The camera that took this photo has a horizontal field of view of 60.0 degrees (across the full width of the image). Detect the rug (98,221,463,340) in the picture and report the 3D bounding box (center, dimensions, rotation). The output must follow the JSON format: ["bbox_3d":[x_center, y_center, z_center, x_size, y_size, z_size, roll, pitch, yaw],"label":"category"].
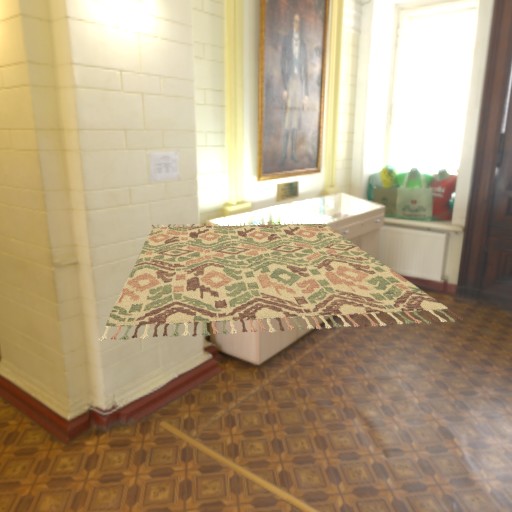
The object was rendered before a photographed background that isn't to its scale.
[{"bbox_3d":[0.000,0.000,2.277,1.219,0.010,1.829,-2,15,-7],"label":"rug"}]
